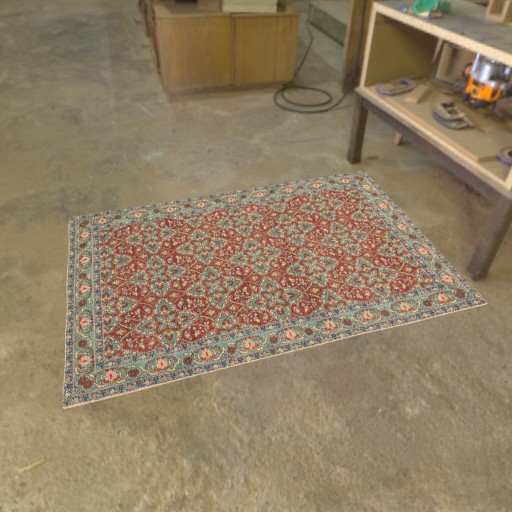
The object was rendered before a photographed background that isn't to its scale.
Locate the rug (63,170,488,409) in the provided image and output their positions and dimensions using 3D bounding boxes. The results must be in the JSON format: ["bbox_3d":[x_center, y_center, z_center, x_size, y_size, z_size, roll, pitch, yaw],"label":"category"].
[{"bbox_3d":[0.000,0.000,2.244,1.829,0.009,1.219,-11,43,-12],"label":"rug"}]
